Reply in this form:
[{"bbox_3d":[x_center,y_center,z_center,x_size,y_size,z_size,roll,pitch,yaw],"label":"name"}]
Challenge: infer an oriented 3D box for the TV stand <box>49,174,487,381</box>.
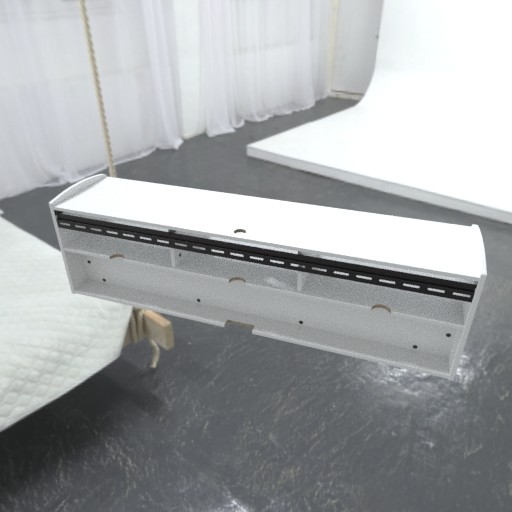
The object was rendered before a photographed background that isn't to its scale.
[{"bbox_3d":[0.000,0.000,1.677,1.473,0.424,0.397,10,32,16],"label":"TV stand"}]
